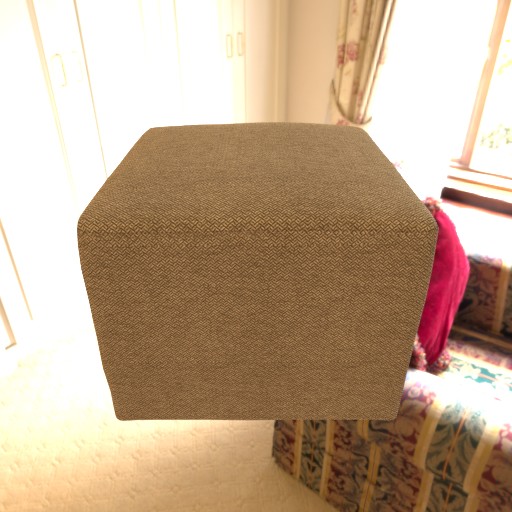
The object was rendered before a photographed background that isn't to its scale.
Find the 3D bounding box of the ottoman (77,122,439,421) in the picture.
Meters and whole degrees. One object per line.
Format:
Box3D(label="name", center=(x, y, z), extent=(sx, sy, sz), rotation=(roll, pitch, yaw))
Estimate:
Box3D(label="ottoman", center=(0.000, 0.000, 0.908), extent=(0.512, 0.453, 0.519), rotation=(0, 31, 0))
